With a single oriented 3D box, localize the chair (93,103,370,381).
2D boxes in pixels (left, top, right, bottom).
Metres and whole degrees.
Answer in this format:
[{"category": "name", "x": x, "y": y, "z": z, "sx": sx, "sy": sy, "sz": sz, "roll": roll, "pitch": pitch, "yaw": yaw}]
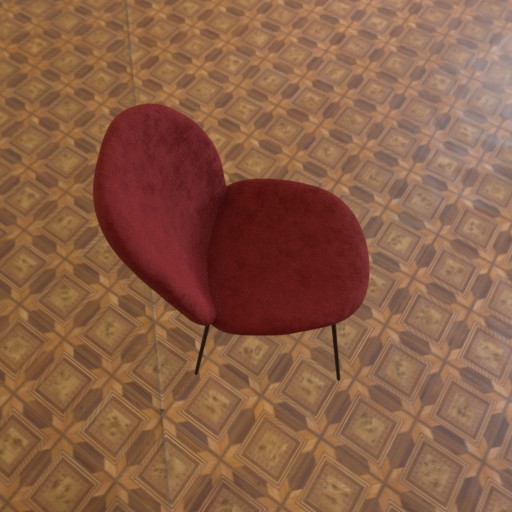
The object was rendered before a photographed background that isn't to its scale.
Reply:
[{"category": "chair", "x": 0.000, "y": 0.000, "z": 1.157, "sx": 0.587, "sy": 0.791, "sz": 0.458, "roll": 2, "pitch": 62, "yaw": 1}]
